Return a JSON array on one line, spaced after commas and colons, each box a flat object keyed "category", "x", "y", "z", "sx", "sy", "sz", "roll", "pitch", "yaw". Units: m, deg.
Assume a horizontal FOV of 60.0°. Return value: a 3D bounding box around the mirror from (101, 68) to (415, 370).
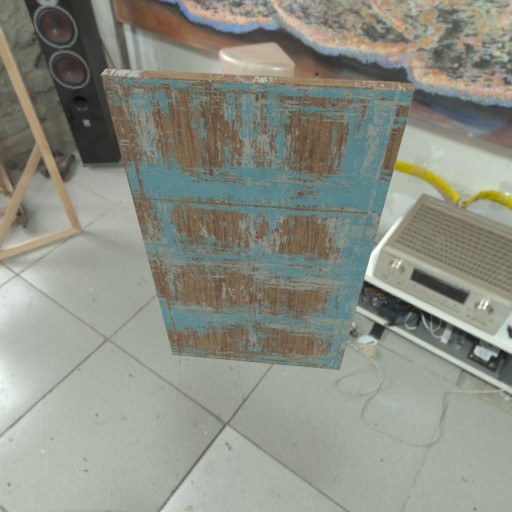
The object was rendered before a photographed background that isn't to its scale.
[{"category": "mirror", "x": 0.000, "y": 0.000, "z": 1.459, "sx": 0.707, "sy": 1.213, "sz": 0.083, "roll": 4, "pitch": 47, "yaw": 4}]
